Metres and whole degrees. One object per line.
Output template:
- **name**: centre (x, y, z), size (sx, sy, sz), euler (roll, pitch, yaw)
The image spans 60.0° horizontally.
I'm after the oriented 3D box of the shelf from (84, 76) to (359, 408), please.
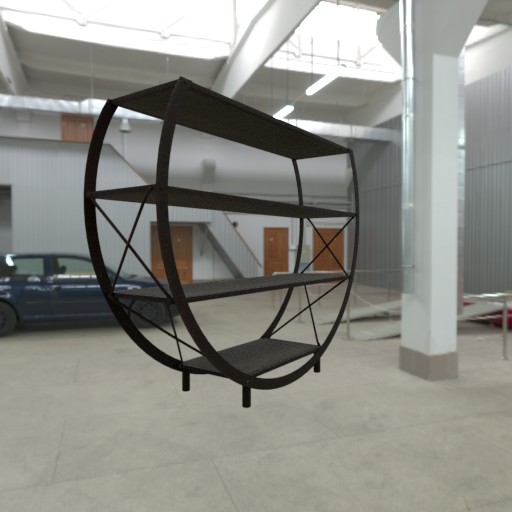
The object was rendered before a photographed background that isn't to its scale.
- **shelf**: centre (0.000, 0.000, 1.878), size (0.344, 1.063, 1.403), euler (1, 2, 36)
